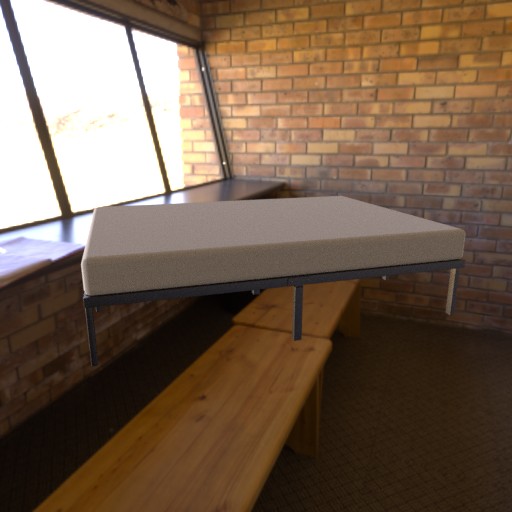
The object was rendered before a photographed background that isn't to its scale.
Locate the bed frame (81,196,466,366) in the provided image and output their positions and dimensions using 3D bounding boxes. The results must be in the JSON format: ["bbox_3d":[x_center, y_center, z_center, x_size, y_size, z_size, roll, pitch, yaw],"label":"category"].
[{"bbox_3d":[0.000,0.000,3.768,2.842,0.680,2.205,-3,16,-10],"label":"bed frame"}]
